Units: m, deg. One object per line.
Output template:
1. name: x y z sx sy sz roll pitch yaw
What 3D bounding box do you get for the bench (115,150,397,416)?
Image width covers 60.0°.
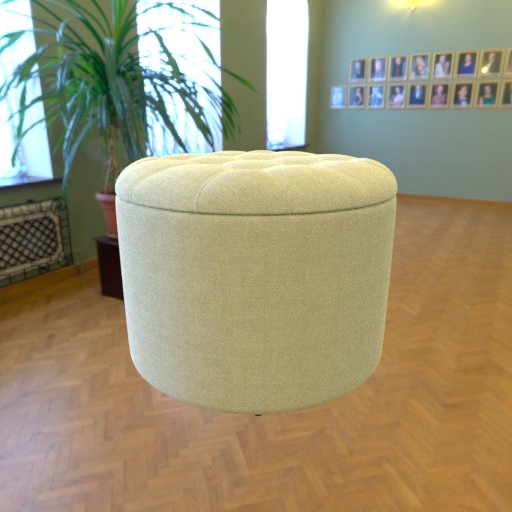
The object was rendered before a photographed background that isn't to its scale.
1. bench: 0.000 0.000 1.028 0.600 0.453 0.600 0 17 0
